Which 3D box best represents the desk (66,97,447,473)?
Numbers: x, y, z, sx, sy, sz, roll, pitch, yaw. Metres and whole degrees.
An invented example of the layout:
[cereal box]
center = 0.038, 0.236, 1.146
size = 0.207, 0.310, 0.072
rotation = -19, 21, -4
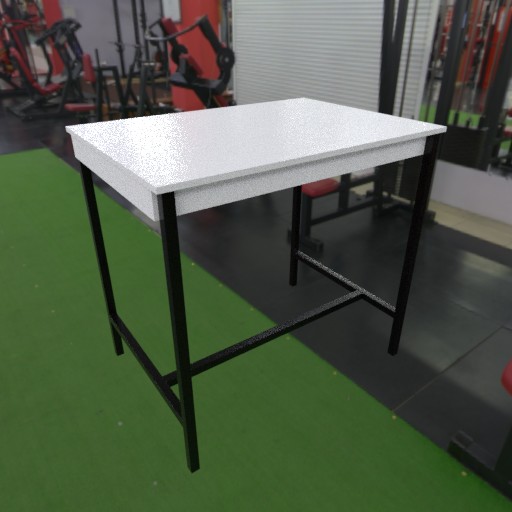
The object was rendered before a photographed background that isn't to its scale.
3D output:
[desk]
center = 0.000, 0.000, 1.336
size = 0.811, 0.766, 0.573
rotation = -18, 33, -30
